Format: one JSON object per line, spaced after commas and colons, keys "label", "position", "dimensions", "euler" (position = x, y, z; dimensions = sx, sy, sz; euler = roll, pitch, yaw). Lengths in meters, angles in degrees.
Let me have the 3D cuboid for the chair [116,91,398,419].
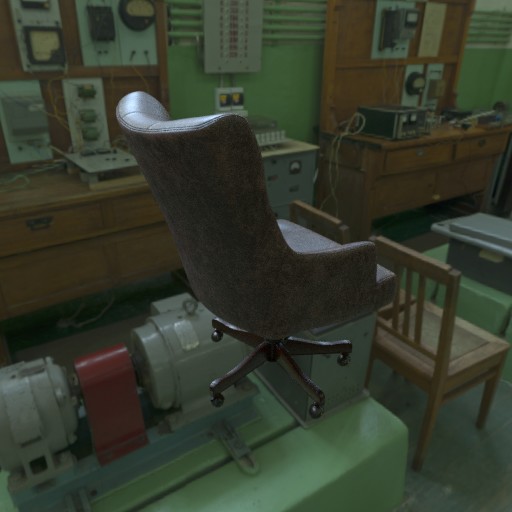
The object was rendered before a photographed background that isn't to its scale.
{"label": "chair", "position": [0.000, 0.000, 1.503], "dimensions": [0.762, 1.035, 0.641], "euler": [-17, 31, -31]}
